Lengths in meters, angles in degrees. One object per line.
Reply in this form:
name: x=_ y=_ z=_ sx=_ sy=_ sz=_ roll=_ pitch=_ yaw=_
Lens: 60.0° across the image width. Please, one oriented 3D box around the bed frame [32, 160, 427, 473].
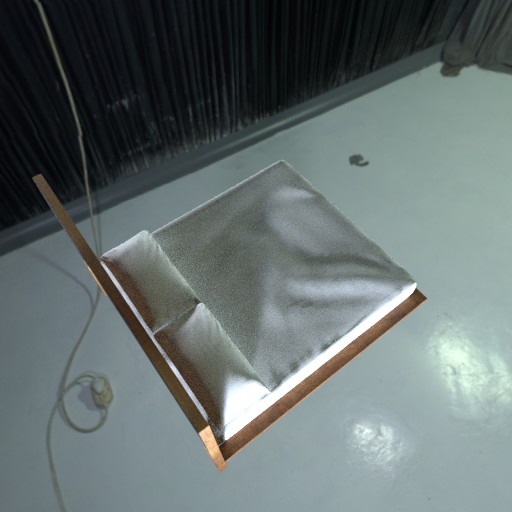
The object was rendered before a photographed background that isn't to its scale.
bed frame: x=0.000 y=0.000 z=3.553 sx=2.235 sy=1.537 sz=2.038 roll=-33 pitch=63 yaw=-19
